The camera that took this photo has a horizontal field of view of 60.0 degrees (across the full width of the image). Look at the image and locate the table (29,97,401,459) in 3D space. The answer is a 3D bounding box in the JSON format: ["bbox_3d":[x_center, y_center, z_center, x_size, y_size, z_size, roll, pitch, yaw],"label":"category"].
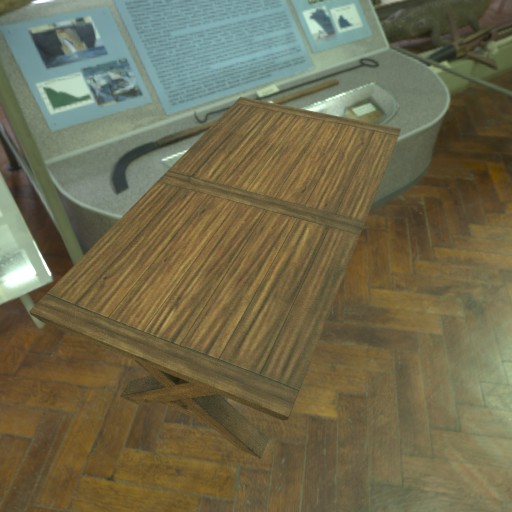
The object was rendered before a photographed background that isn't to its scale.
[{"bbox_3d":[0.000,0.000,2.484,1.071,0.793,1.966,17,48,16],"label":"table"}]
